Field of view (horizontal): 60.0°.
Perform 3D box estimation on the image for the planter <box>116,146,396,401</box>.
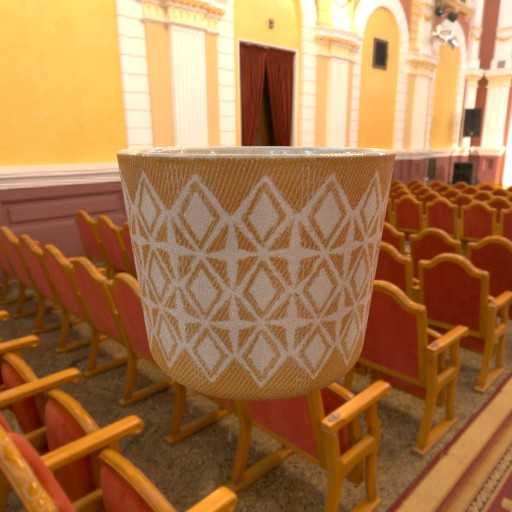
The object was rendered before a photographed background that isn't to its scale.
[{"bbox_3d":[0.000,0.000,0.223,0.126,0.104,0.126,0,15,0],"label":"planter"}]
